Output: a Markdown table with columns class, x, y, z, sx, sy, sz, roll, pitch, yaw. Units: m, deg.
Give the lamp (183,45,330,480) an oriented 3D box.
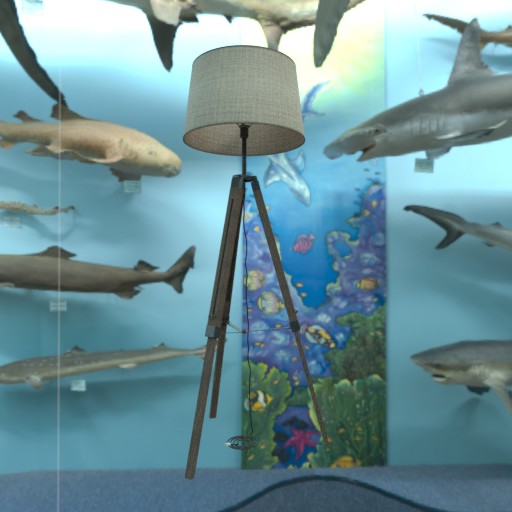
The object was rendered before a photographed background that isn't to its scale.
| class | x | y | z | sx | sy | sz | roll | pitch | yaw |
| --- | --- | --- | --- | --- | --- | --- | --- | --- | --- |
| lamp | 0.000 | 0.000 | 1.793 | 0.587 | 1.510 | 0.604 | 0 | -1 | 1 |
